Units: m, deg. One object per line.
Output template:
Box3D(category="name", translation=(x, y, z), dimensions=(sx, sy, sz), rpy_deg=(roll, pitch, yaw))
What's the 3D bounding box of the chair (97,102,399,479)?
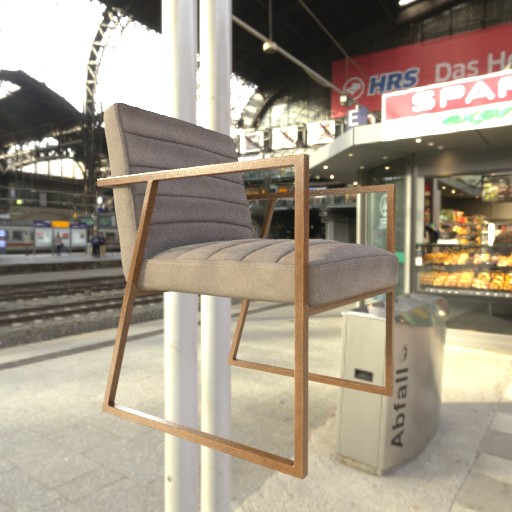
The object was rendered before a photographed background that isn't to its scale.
Box3D(category="chair", translation=(0.000, 0.000, 1.257), dimensions=(0.682, 0.843, 0.578), rpy_deg=(1, 2, 35))
